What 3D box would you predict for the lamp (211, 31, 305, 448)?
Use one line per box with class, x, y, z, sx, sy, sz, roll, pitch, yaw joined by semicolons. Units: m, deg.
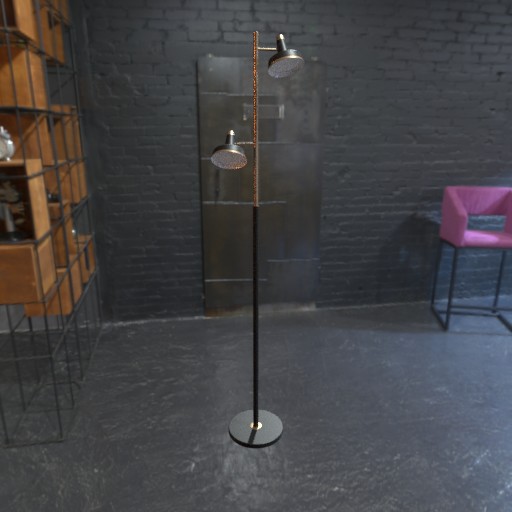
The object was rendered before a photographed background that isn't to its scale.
lamp;0.000;0.000;1.823;0.351;1.674;0.253;-2;16;-8
